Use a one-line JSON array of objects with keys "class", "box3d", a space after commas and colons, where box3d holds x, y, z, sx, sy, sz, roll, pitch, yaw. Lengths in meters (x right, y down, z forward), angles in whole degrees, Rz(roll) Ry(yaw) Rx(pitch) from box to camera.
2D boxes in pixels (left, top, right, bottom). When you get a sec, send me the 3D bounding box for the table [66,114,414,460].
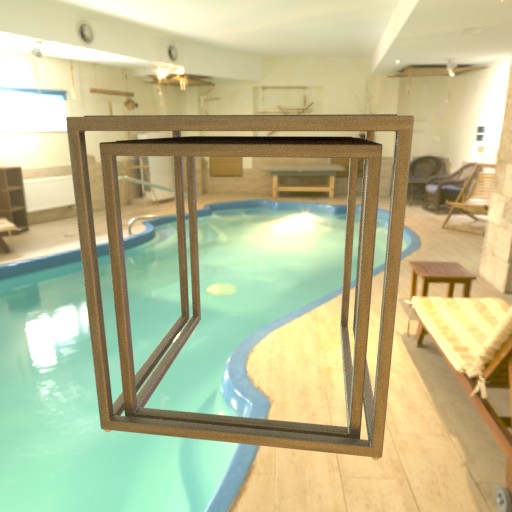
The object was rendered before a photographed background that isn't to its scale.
[{"class": "table", "box3d": [0.000, 0.000, 0.842, 0.450, 0.500, 0.449, 2, 16, 8]}]
